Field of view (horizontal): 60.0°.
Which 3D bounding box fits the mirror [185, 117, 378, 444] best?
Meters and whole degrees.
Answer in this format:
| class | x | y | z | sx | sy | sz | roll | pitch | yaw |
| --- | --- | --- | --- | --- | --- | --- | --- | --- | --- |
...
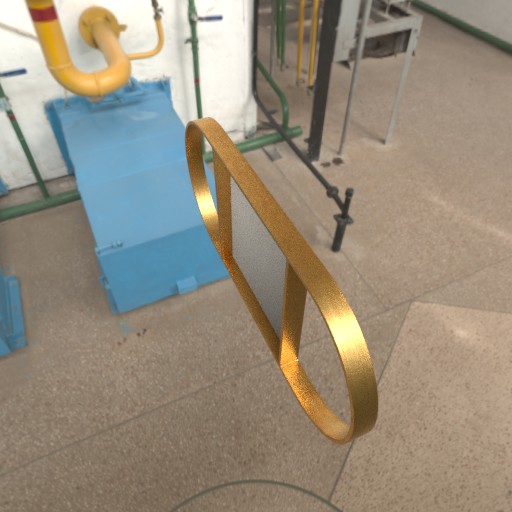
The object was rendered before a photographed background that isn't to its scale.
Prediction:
| class | x | y | z | sx | sy | sz | roll | pitch | yaw |
| --- | --- | --- | --- | --- | --- | --- | --- | --- | --- |
| mirror | 0.000 | 0.000 | 0.676 | 0.032 | 0.254 | 0.584 | -18 | 50 | -16 |
